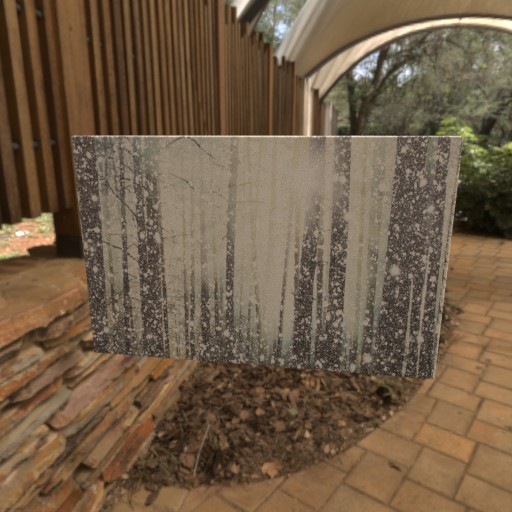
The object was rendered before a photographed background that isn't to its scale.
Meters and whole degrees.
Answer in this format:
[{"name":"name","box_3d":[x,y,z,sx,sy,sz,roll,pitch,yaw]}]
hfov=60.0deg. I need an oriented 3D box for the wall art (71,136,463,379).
[{"name":"wall art","box_3d":[0.000,0.000,0.762,0.618,0.398,0.042,2,16,9]}]
